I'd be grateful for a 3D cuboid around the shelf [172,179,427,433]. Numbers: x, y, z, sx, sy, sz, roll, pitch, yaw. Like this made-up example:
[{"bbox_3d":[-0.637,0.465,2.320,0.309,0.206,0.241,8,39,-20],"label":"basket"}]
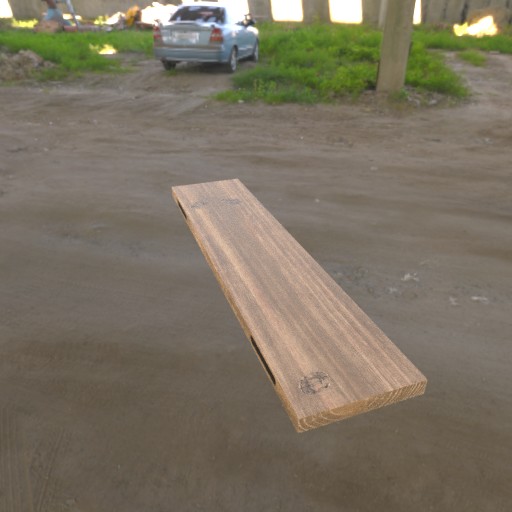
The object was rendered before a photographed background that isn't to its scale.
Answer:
[{"bbox_3d":[0.000,0.000,0.671,0.140,0.020,0.610,-10,31,-17],"label":"shelf"}]
